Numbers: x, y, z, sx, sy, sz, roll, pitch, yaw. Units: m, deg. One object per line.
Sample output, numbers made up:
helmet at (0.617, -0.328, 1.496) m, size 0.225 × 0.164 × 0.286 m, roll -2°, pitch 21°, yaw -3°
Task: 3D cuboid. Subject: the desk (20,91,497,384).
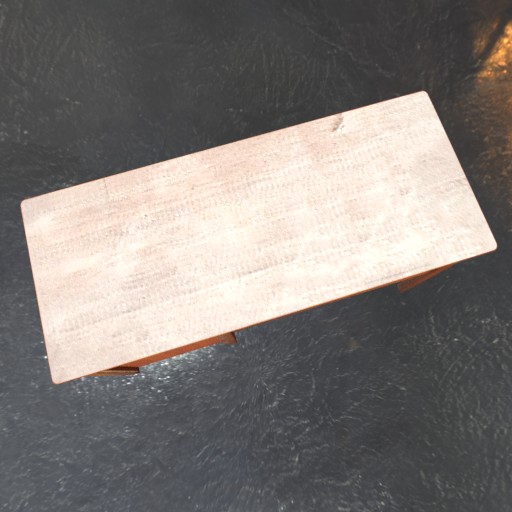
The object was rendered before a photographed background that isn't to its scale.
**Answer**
desk at (0.000, 0.000, 1.712) m, size 1.353 × 0.756 × 0.574 m, roll -16°, pitch 76°, yaw -4°
